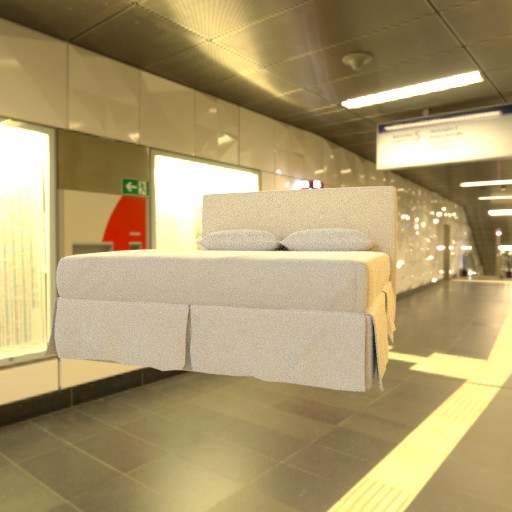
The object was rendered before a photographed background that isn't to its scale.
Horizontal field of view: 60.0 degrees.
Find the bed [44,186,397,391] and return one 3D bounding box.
[{"bbox_3d":[0.000,0.000,3.558,2.119,1.317,2.341,0,1,19],"label":"bed"}]
